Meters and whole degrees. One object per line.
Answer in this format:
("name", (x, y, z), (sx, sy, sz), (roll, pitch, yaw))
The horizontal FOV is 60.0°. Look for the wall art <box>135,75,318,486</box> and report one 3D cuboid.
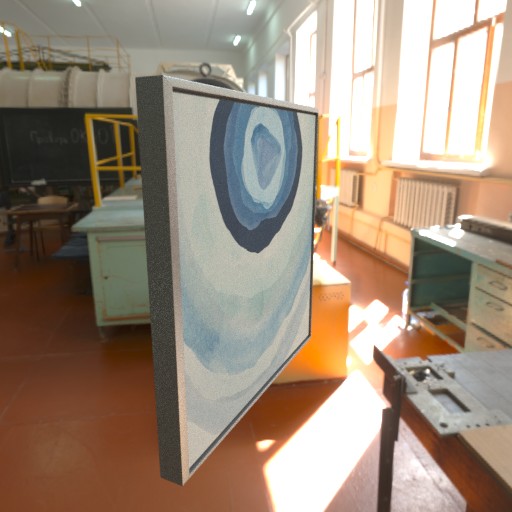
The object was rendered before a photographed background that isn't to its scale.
("wall art", (0.000, 0.000, 0.515), (0.028, 0.349, 0.349), (7, 16, 25))
